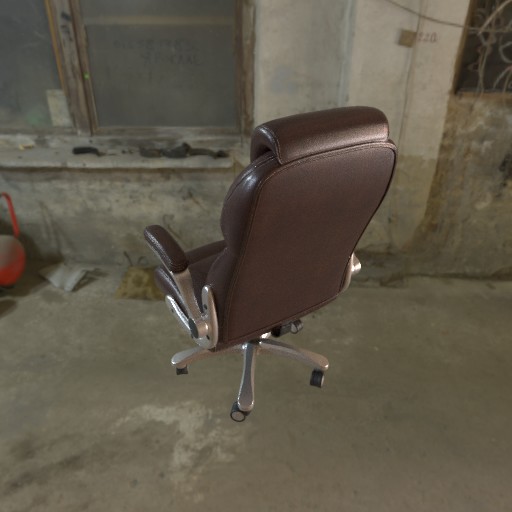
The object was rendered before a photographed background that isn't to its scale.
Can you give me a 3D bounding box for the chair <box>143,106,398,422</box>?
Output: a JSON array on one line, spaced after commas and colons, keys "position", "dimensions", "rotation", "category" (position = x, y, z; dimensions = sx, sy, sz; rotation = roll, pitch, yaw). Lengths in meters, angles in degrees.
[{"position": [0.000, 0.000, 1.651], "dimensions": [0.733, 1.160, 0.774], "rotation": [-19, 35, -29], "category": "chair"}]
